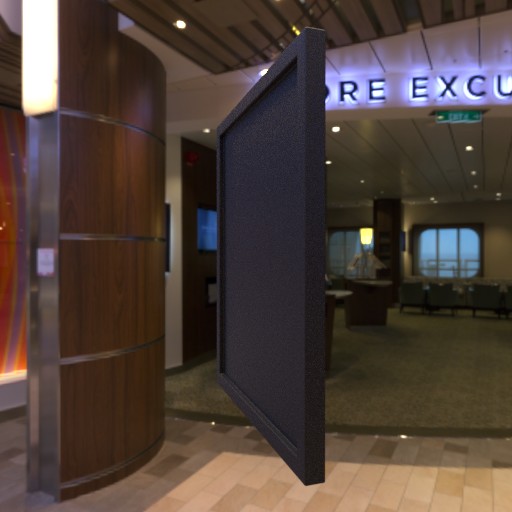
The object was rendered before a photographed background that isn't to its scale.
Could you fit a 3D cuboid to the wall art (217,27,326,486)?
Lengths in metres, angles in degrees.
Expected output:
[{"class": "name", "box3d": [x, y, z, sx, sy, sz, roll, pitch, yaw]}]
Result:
[{"class": "wall art", "box3d": [0.000, 0.000, 0.759, 0.028, 0.559, 0.457, 0, 0, -19]}]
